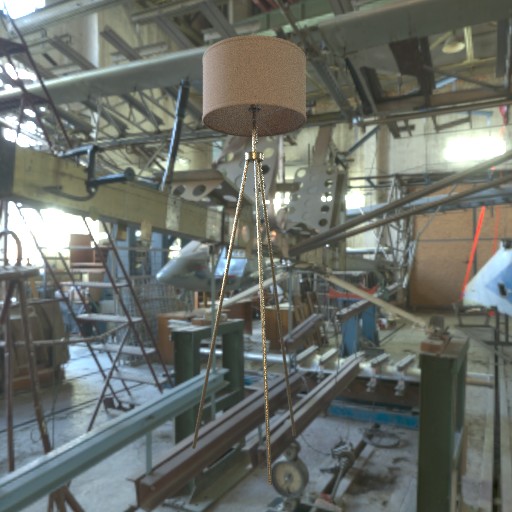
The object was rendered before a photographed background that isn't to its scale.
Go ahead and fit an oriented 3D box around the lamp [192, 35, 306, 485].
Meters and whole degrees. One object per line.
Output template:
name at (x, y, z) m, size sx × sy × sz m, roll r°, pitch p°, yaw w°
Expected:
lamp at (0.000, 0.000, 1.721) m, size 0.449 × 1.545 × 0.460 m, roll 0°, pitch -1°, yaw -17°
